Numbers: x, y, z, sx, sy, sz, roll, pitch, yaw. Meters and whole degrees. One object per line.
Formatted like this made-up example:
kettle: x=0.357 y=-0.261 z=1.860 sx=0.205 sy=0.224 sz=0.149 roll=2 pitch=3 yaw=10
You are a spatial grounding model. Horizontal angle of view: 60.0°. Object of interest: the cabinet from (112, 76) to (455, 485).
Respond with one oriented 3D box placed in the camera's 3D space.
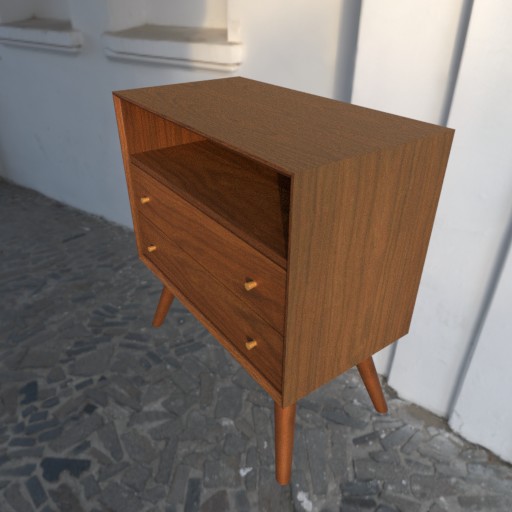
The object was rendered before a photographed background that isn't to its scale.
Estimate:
cabinet: x=0.000 y=0.000 z=1.150 sx=0.388 sy=0.748 sz=0.712 roll=-20 pitch=37 yaw=-30
